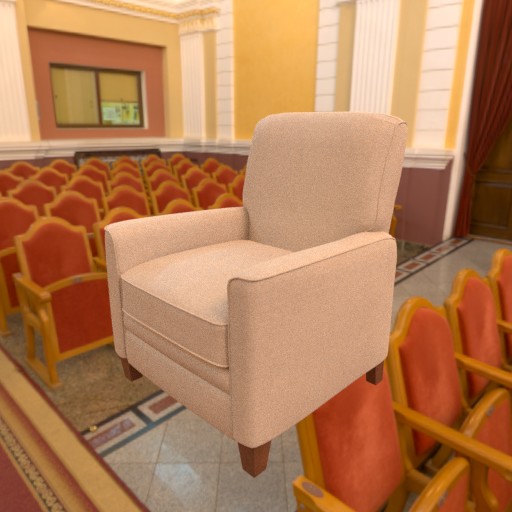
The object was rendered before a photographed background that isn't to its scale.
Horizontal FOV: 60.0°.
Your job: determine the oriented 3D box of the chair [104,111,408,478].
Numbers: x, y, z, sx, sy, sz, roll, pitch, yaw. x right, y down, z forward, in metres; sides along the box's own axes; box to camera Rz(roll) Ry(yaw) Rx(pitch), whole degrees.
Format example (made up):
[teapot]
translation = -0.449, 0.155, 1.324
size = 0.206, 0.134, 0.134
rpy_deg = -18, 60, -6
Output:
[chair]
translation = 0.000, 0.000, 1.644
size = 0.858, 1.023, 0.841
rpy_deg = -16, 23, -42
